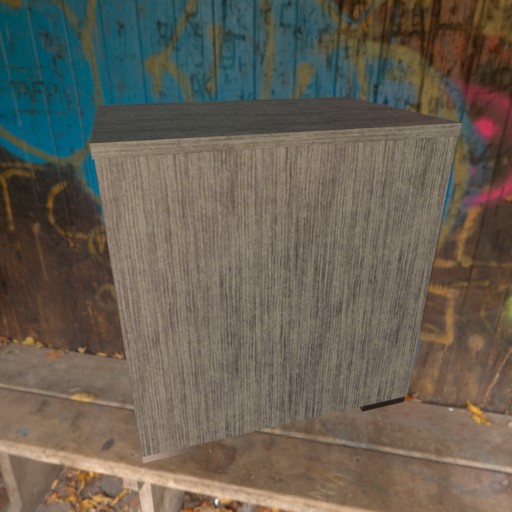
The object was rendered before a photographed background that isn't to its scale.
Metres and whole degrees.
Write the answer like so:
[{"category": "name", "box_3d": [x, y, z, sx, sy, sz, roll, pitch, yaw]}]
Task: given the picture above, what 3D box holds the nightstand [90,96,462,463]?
[{"category": "nightstand", "box_3d": [0.000, 0.000, 0.739, 0.441, 0.460, 0.325, -7, 27, -15]}]
